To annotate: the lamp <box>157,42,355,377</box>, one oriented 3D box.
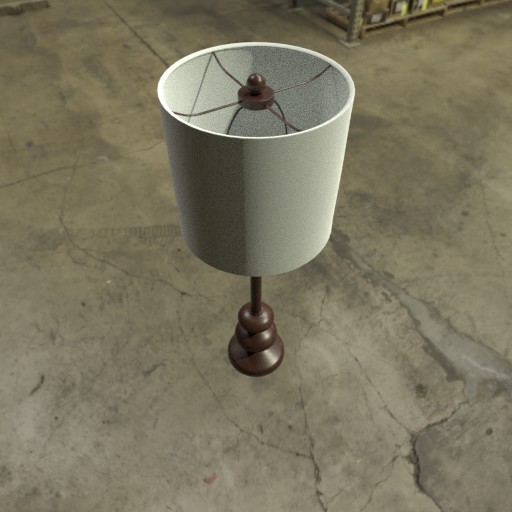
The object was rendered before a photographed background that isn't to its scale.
[{"bbox_3d":[0.000,0.000,0.820,0.254,0.690,0.254,-24,52,-20],"label":"lamp"}]
